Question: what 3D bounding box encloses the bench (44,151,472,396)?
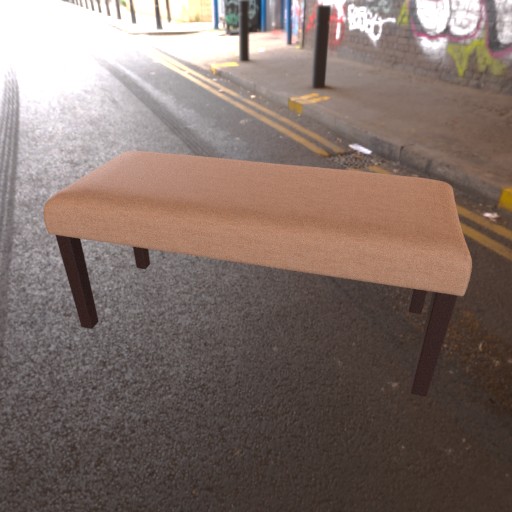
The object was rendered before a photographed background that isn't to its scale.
[{"bbox_3d":[0.000,0.000,1.254,1.013,0.456,0.407,8,32,13],"label":"bench"}]
